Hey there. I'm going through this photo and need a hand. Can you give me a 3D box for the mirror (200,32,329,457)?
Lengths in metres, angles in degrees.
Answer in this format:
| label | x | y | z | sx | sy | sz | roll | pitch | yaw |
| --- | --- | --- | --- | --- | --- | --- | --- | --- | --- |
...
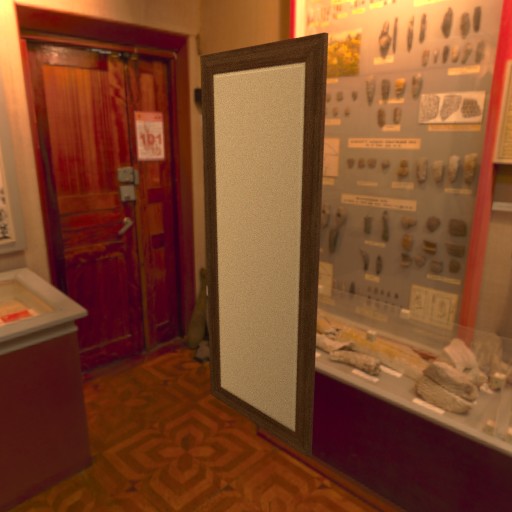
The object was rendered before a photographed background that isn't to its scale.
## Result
| label | x | y | z | sx | sy | sz | roll | pitch | yaw |
| --- | --- | --- | --- | --- | --- | --- | --- | --- | --- |
| mirror | 0.000 | 0.000 | 2.341 | 0.025 | 2.032 | 0.812 | -15 | 22 | -42 |
